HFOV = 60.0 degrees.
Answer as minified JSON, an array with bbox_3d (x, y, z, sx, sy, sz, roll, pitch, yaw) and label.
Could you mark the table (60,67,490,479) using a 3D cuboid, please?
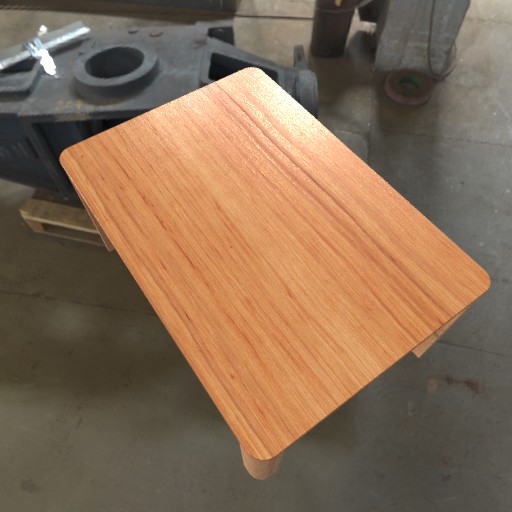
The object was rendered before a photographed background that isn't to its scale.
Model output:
[{"bbox_3d":[0.000,0.000,1.342,0.696,0.445,0.997,-31,64,-17],"label":"table"}]
